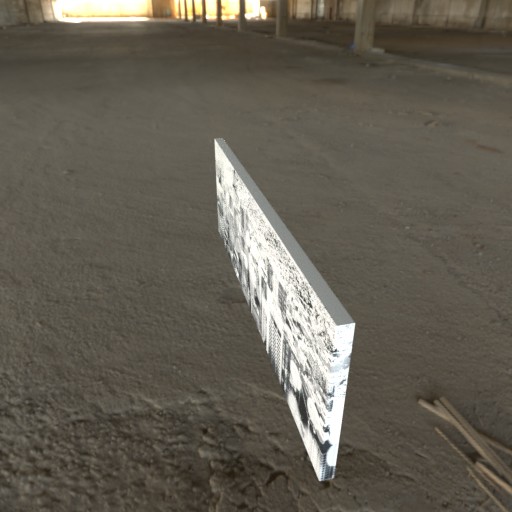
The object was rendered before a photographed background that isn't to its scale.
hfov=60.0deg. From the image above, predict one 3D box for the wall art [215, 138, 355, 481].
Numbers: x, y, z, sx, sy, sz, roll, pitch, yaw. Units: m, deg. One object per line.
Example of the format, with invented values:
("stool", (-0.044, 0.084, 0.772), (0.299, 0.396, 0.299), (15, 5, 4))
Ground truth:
("wall art", (0.000, 0.000, 1.673), (0.044, 0.507, 1.520), (-7, 30, -12))
